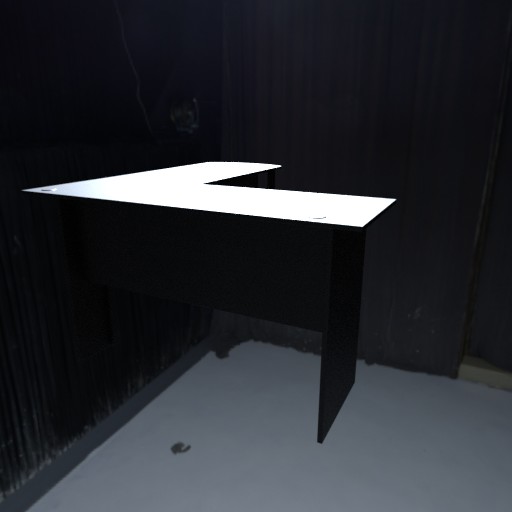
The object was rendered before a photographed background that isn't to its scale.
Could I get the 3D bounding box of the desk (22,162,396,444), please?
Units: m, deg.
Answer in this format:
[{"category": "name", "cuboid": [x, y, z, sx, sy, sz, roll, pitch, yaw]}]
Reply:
[{"category": "desk", "cuboid": [0.000, 0.000, 2.082, 1.303, 0.716, 1.361, 9, 19, 26]}]
